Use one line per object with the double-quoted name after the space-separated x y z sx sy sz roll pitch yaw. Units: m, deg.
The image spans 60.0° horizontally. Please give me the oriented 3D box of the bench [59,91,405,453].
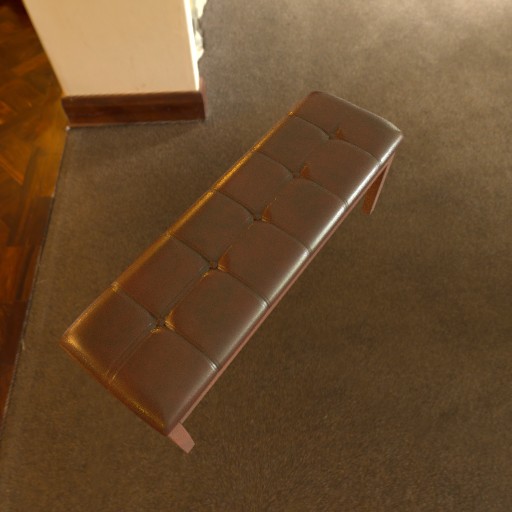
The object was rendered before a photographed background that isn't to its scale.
0.000 0.000 1.537 0.401 0.491 1.259 33 64 18 "bench"
